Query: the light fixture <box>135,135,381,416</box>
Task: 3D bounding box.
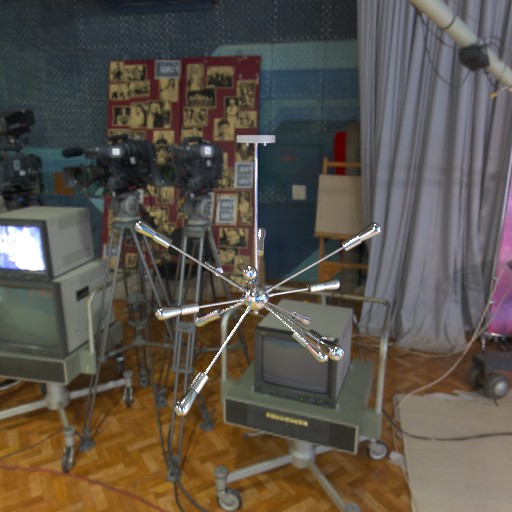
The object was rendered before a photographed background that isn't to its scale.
[{"bbox_3d":[0.000,0.000,1.064,0.509,0.558,0.684,-7,16,-26],"label":"light fixture"}]
